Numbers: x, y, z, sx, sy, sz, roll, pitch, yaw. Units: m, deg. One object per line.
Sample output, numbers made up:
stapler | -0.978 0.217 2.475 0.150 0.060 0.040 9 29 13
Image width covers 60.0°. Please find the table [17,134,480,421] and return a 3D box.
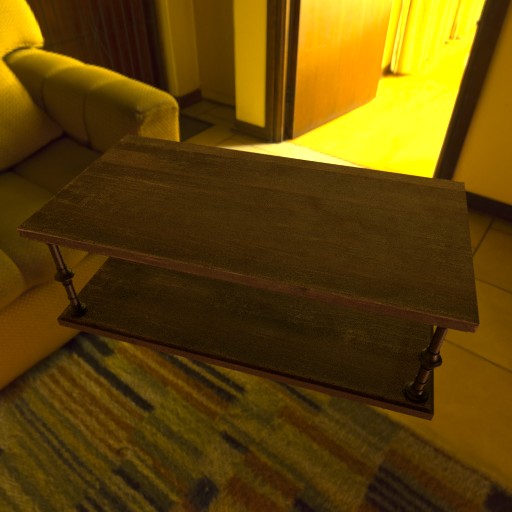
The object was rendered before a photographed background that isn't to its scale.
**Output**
table | 0.000 0.000 1.316 1.088 0.373 0.554 11 42 13
